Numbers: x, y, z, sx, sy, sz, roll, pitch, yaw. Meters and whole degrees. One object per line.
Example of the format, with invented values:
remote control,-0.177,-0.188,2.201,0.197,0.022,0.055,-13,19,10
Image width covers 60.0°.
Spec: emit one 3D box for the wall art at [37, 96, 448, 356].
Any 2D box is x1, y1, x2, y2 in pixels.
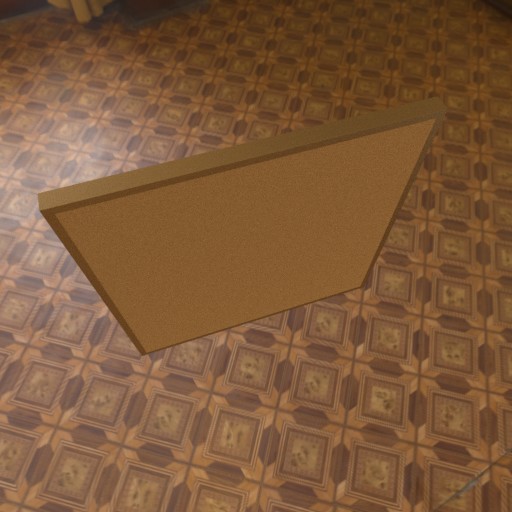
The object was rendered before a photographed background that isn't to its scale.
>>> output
wall art,0.000,0.000,1.125,0.762,0.762,0.038,-16,61,-9
